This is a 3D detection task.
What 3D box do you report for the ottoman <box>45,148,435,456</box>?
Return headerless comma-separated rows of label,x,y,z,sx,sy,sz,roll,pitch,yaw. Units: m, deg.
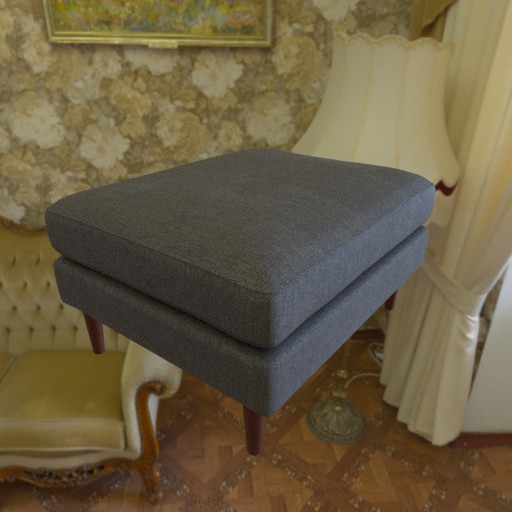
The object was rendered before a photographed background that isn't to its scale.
ottoman,0.000,0.000,1.234,0.693,0.474,0.821,18,31,34
